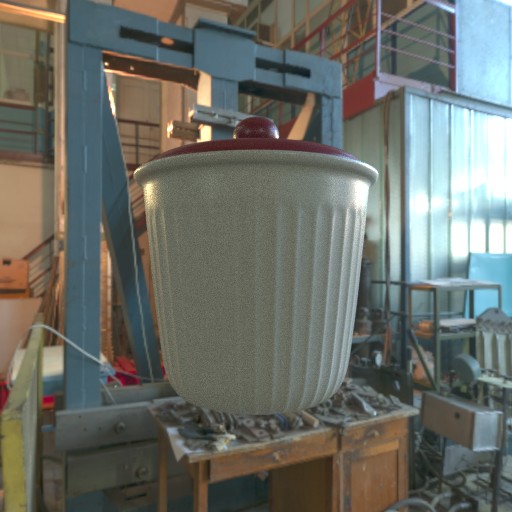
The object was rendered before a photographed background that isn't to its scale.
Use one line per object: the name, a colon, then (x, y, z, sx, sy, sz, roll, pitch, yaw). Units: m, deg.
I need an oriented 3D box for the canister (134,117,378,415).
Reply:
canister: (0.000, 0.000, 0.339, 0.181, 0.211, 0.181, 0, -1, 0)
